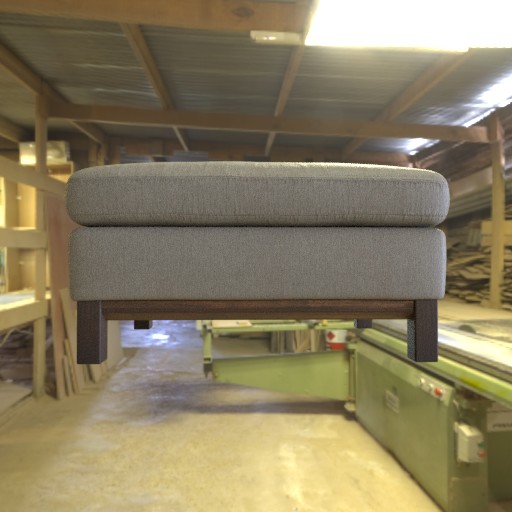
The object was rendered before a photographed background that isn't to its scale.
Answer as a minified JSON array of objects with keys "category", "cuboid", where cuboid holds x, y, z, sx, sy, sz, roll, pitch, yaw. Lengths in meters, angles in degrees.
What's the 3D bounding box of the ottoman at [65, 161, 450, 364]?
[{"category":"ottoman","cuboid":[0.000,0.000,1.054,0.735,0.404,0.528,0,-1,-2]}]
